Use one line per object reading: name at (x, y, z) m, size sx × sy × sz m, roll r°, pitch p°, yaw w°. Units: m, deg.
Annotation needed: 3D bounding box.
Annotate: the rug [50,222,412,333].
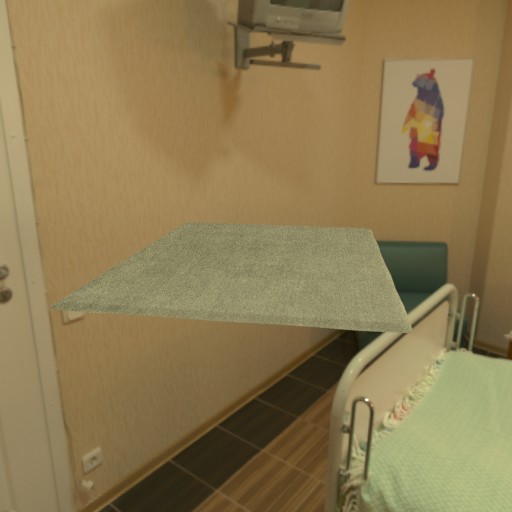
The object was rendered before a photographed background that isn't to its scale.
rug at (0.000, 0.000, 4.109) m, size 2.332 × 0.027 × 2.933 m, roll 2°, pitch 16°, yaw 9°
